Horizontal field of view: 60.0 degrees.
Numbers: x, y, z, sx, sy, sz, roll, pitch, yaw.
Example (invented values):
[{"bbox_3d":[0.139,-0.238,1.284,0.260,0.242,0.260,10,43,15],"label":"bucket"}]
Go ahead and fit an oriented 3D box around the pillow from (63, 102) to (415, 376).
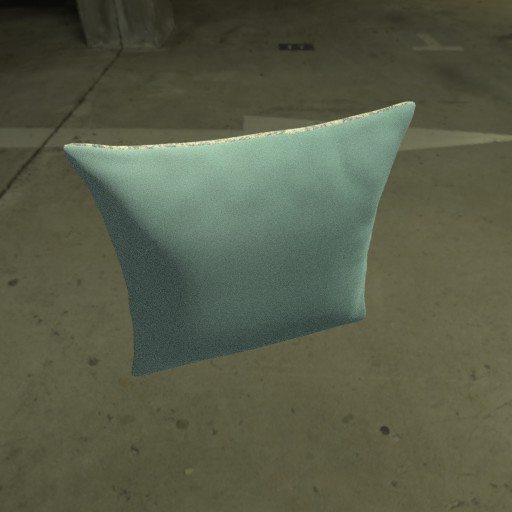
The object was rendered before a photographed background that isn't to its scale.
[{"bbox_3d":[0.000,0.000,0.796,0.526,0.507,0.166,-11,41,-13],"label":"pillow"}]
